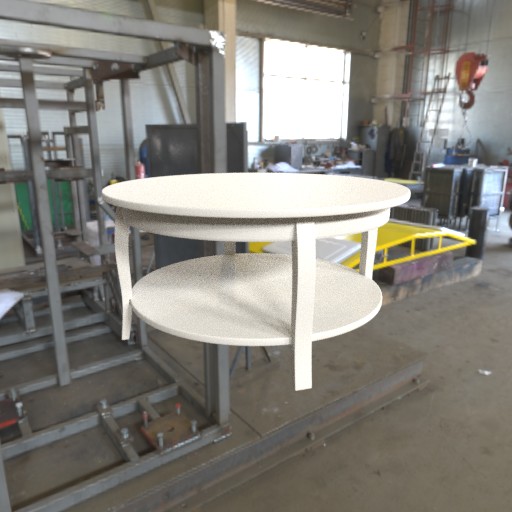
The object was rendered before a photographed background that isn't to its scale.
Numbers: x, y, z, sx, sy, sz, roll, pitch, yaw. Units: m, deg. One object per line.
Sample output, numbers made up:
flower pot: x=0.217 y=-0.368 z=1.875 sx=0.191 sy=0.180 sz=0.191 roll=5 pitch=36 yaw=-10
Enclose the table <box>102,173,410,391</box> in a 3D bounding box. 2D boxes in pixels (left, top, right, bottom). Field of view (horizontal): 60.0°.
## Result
table: x=0.000 y=0.000 z=1.438 sx=0.910 sy=0.457 sz=0.910 roll=0 pitch=15 yaw=0
